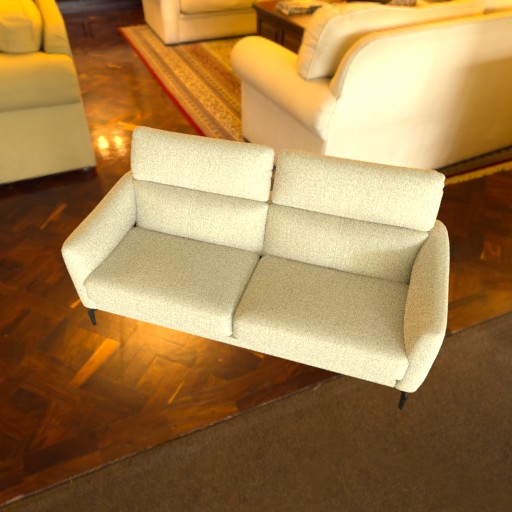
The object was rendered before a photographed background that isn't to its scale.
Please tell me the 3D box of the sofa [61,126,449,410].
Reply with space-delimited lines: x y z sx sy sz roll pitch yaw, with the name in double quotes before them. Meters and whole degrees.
"sofa" 0.000 0.000 2.484 2.015 0.956 0.856 12 43 13
